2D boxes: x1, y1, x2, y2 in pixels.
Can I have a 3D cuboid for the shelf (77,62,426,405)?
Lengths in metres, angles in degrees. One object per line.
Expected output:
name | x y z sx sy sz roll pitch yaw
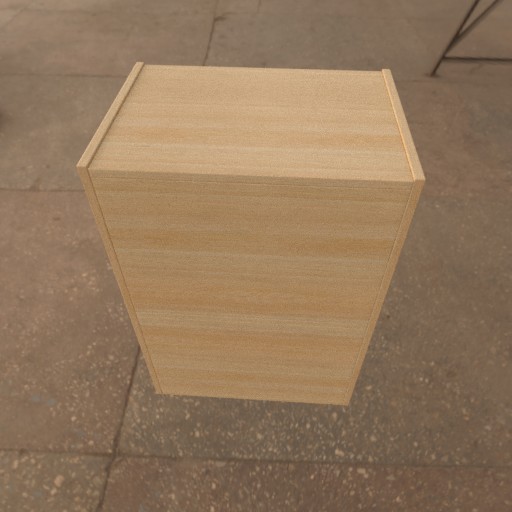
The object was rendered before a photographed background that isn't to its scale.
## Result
shelf | 0.000 0.000 0.833 0.414 0.592 0.290 3 47 3
